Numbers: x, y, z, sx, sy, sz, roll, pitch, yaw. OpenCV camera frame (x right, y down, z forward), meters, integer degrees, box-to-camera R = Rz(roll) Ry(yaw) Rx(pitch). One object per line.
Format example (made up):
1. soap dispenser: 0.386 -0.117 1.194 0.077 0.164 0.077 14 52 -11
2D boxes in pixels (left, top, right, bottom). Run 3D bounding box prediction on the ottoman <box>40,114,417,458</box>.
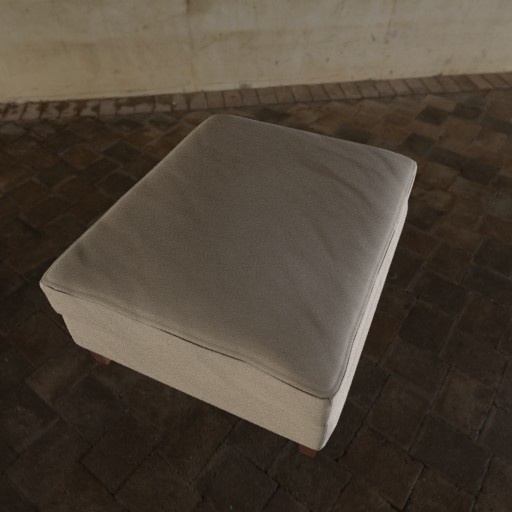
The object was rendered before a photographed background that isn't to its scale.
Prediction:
1. ottoman: 0.000 0.000 1.484 0.836 0.492 1.002 18 48 17
